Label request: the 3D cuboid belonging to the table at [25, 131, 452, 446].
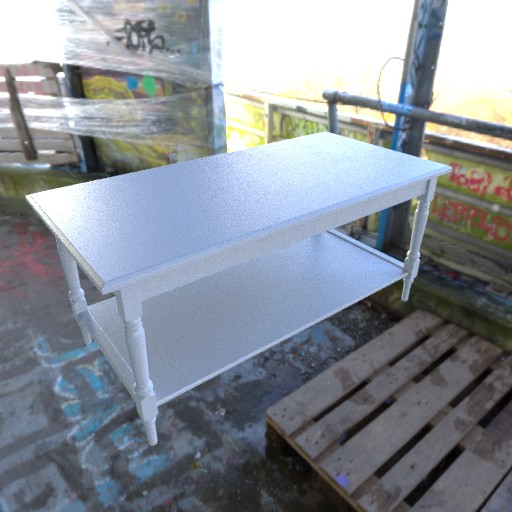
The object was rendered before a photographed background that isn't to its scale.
[{"bbox_3d":[0.000,0.000,1.392,1.109,0.506,0.551,-21,36,-32],"label":"table"}]
